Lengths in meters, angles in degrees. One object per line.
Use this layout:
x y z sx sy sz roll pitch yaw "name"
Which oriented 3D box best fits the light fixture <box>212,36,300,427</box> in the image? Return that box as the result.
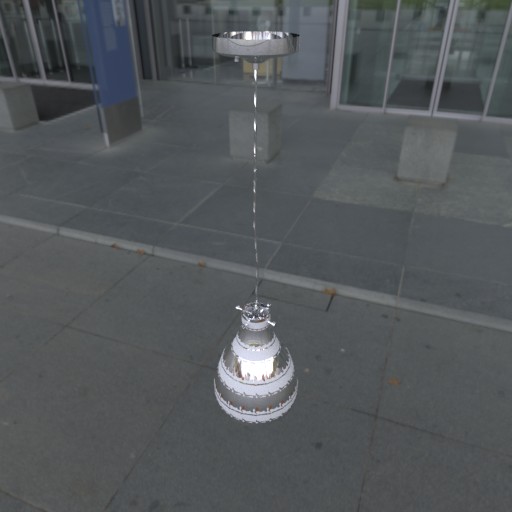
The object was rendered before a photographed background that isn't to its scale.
0.000 0.000 1.628 0.374 1.457 0.374 21 37 30 "light fixture"
